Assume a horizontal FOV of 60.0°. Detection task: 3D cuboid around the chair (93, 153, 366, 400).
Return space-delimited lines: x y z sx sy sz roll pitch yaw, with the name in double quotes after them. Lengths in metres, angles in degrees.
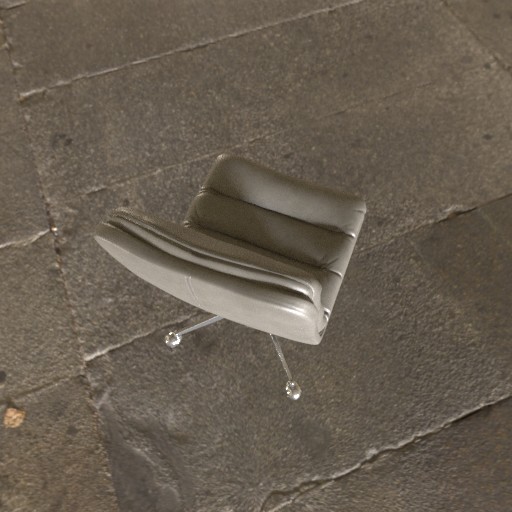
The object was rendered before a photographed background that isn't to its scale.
0.000 0.000 1.020 0.422 0.738 0.485 20 64 10 "chair"
